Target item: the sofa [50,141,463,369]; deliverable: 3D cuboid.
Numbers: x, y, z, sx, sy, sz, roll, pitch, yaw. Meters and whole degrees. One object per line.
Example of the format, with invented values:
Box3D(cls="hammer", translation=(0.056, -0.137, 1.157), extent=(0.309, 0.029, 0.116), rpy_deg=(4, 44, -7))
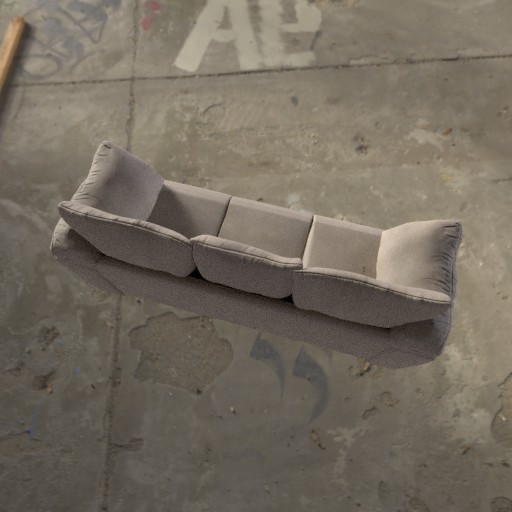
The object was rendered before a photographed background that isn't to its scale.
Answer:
Box3D(cls="sofa", translation=(0.000, 0.000, 2.837), extent=(2.334, 0.996, 0.878), rpy_deg=(14, 64, 7))
